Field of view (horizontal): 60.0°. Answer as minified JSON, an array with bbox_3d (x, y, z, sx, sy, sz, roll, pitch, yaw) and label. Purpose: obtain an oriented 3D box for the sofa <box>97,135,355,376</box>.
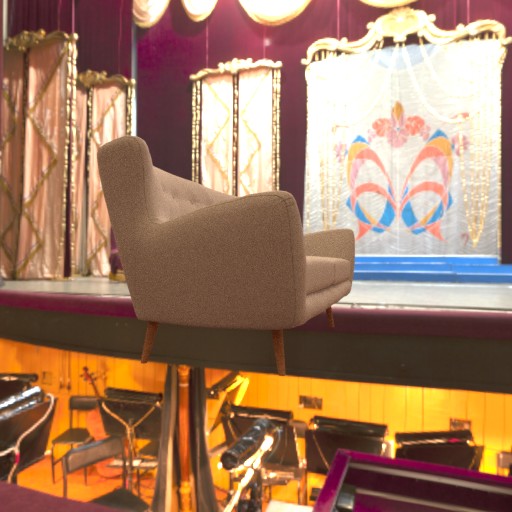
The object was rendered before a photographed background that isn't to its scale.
[{"bbox_3d":[0.000,0.000,2.427,0.899,0.890,1.930,0,0,18],"label":"sofa"}]
